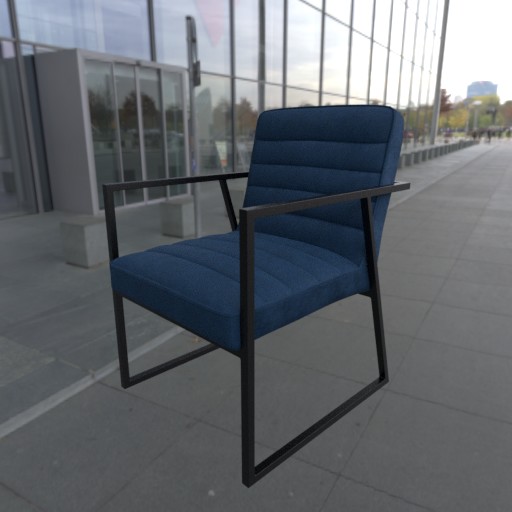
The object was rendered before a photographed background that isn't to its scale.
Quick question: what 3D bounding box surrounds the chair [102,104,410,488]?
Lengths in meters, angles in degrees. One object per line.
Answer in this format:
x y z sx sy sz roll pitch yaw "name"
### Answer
0.000 0.000 1.267 0.677 0.833 0.571 -15 22 -42 "chair"
